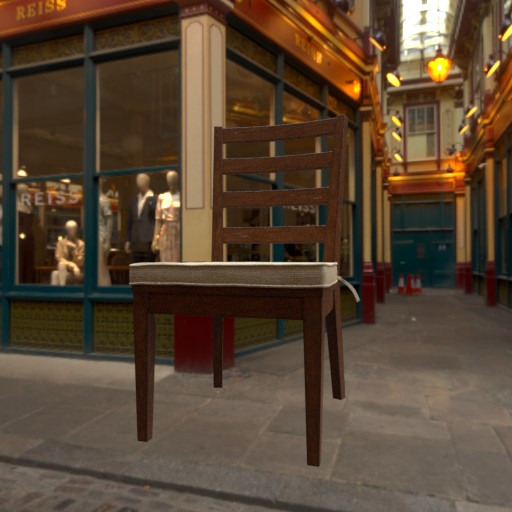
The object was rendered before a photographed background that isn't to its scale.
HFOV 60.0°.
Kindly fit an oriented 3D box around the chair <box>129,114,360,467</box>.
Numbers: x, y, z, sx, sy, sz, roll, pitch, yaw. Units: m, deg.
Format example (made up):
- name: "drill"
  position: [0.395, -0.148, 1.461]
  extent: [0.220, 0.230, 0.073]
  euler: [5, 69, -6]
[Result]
- name: "chair"
  position: [0.000, 0.000, 1.365]
  extent: [0.593, 0.979, 0.595]
  euler: [0, 0, 17]
